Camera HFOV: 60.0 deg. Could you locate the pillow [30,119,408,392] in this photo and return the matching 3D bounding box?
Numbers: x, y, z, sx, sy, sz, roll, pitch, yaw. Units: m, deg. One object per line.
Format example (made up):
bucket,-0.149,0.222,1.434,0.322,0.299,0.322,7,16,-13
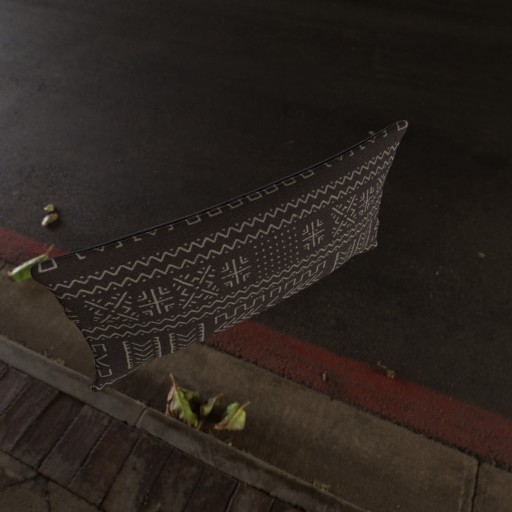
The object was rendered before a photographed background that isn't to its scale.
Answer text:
pillow,0.000,0.000,0.776,0.667,0.322,0.135,-25,51,-22
